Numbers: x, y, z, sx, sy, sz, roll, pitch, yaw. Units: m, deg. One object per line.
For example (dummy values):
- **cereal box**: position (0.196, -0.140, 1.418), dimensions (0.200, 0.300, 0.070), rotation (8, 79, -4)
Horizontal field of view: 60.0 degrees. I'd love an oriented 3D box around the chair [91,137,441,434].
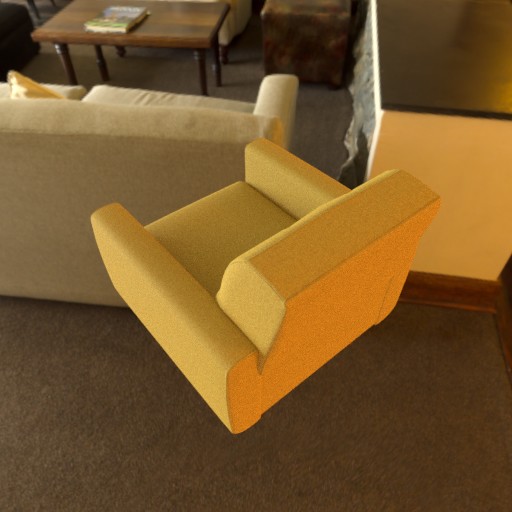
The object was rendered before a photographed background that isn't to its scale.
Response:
- **chair**: position (0.000, 0.000, 1.595), dimensions (0.831, 0.841, 0.909), rotation (-31, 53, -26)
